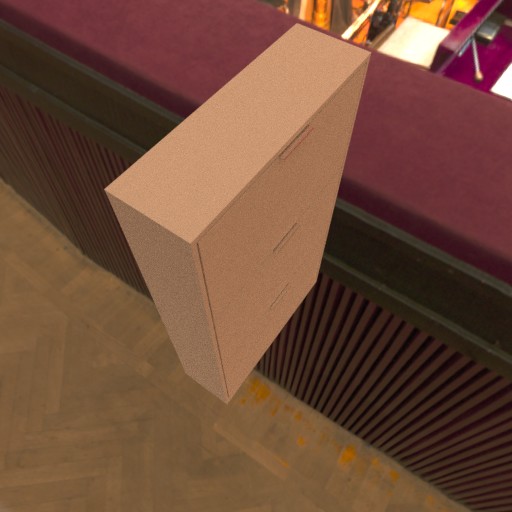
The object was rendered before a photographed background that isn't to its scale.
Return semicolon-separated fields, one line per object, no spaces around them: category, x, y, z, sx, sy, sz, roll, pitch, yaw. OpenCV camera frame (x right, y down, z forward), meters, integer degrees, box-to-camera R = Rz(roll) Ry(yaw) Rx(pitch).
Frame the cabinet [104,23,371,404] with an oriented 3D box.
cabinet;0.000;0.000;1.598;0.250;1.280;0.750;31;63;18
